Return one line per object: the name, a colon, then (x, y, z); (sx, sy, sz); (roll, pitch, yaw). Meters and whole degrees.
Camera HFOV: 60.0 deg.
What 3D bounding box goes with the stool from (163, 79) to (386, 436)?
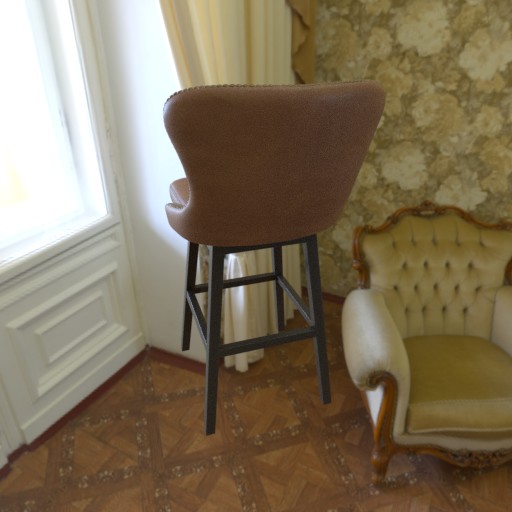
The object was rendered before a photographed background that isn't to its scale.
stool: (0.000, 0.000, 1.360); (0.528, 1.050, 0.601); (-9, 28, -16)
